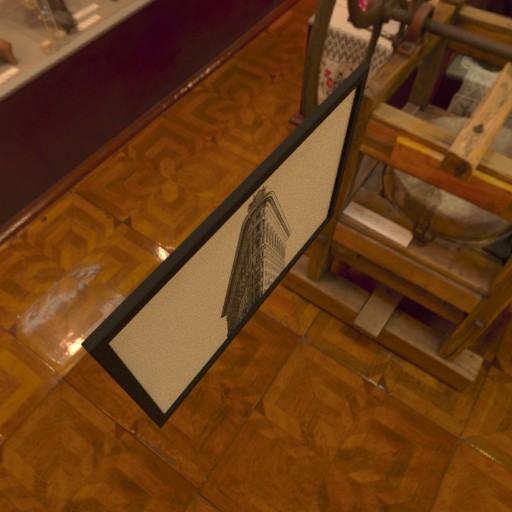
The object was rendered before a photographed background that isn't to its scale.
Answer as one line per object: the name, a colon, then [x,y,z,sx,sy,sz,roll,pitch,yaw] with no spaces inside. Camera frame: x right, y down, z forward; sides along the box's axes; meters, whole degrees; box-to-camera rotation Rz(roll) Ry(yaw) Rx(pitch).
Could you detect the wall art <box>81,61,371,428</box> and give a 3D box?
wall art: [0.000,0.000,1.223,0.026,0.656,0.958,33,64,18]
